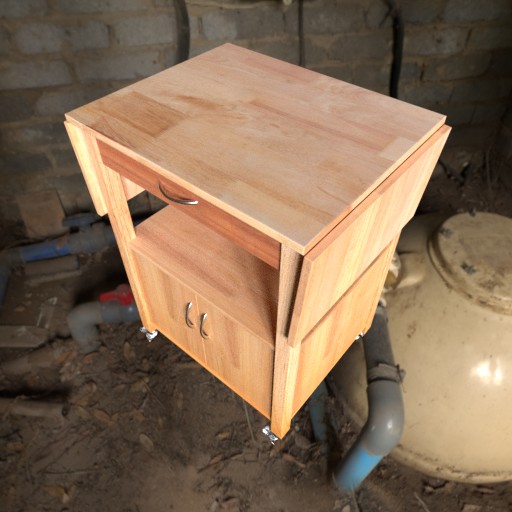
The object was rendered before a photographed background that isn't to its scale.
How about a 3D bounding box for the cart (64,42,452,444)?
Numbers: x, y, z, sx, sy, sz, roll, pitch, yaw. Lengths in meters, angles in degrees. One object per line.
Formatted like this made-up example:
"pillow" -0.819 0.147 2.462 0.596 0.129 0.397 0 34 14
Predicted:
"cart" 0.000 0.000 1.212 0.640 0.838 0.508 31 54 26
